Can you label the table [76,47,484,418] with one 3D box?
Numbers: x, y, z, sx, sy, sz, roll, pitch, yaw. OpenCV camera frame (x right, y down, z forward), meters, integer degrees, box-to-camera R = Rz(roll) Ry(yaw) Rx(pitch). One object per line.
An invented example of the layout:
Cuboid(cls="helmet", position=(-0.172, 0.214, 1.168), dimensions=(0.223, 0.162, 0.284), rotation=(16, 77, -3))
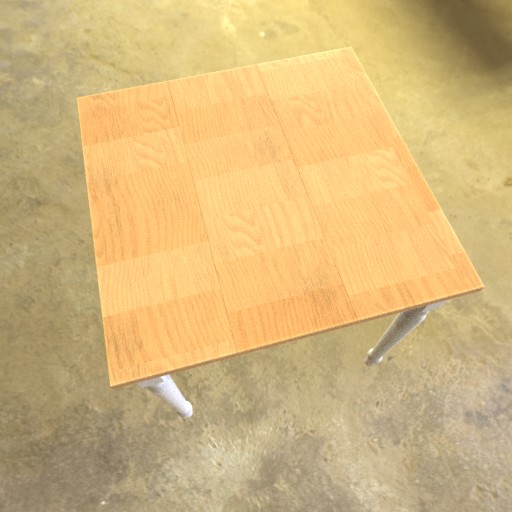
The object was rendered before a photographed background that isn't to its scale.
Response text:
Cuboid(cls="table", position=(0.000, 0.000, 1.335), dimensions=(0.747, 0.738, 0.747), rotation=(-14, 63, -7))
